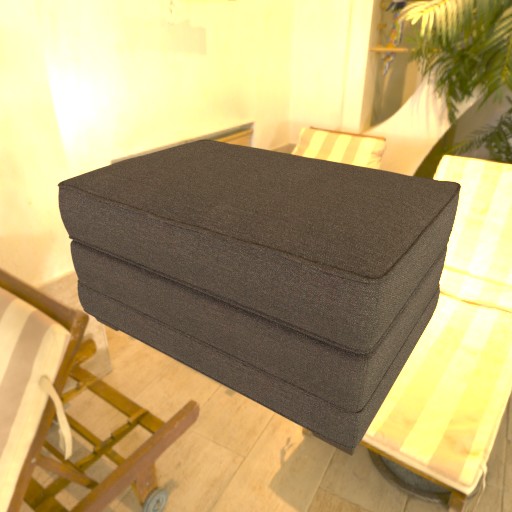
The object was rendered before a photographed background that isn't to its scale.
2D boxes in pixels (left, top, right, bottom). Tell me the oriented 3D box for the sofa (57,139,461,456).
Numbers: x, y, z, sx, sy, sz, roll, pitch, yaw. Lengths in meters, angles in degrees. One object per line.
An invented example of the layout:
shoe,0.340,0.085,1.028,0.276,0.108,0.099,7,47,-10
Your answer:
sofa,0.000,0.000,1.181,0.854,0.457,0.578,18,33,30
